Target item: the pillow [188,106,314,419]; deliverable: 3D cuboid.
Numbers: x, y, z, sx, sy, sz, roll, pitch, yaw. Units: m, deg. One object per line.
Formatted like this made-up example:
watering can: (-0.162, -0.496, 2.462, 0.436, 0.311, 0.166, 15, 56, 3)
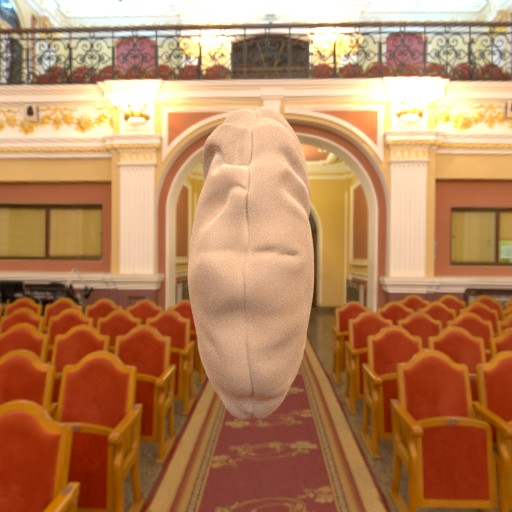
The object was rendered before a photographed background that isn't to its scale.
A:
pillow: (0.000, 0.000, 0.644, 0.148, 0.407, 0.428, 0, 0, 2)
